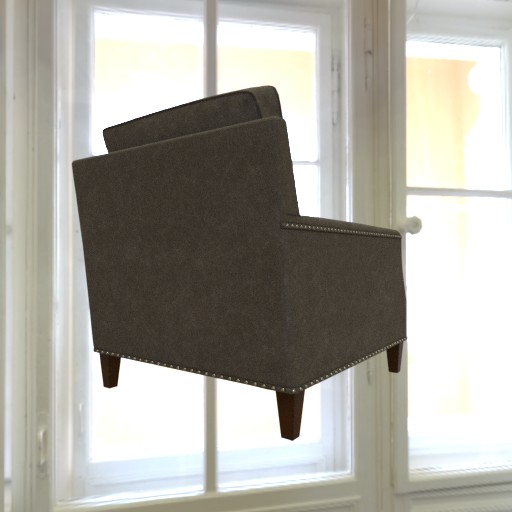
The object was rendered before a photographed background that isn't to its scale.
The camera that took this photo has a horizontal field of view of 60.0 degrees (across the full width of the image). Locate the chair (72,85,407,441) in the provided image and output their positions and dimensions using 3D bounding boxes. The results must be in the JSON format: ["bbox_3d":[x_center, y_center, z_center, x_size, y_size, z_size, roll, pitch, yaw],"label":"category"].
[{"bbox_3d":[0.000,0.000,1.685,0.853,0.948,1.014,0,0,36],"label":"chair"}]
